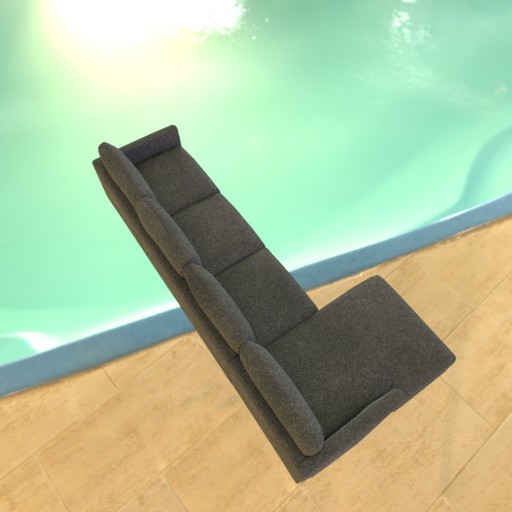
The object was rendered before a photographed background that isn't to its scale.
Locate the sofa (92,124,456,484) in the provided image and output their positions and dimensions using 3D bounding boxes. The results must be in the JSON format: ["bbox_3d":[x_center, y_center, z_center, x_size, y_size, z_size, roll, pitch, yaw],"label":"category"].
[{"bbox_3d":[0.000,0.000,3.428,1.350,0.810,2.932,-31,64,-17],"label":"sofa"}]
